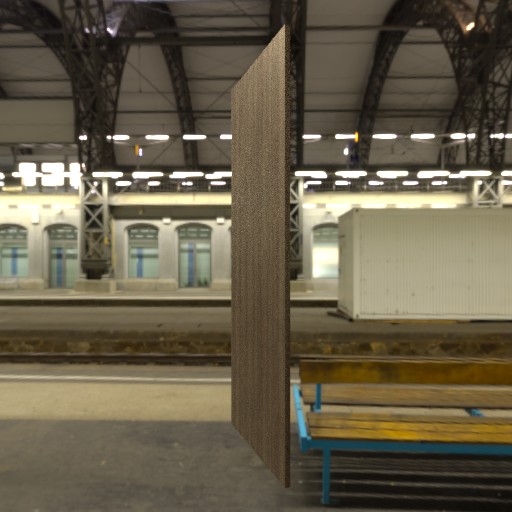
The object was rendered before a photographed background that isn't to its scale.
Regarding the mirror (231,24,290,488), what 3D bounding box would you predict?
[{"bbox_3d":[0.000,0.000,2.328,0.025,2.032,0.812,0,0,-20],"label":"mirror"}]
